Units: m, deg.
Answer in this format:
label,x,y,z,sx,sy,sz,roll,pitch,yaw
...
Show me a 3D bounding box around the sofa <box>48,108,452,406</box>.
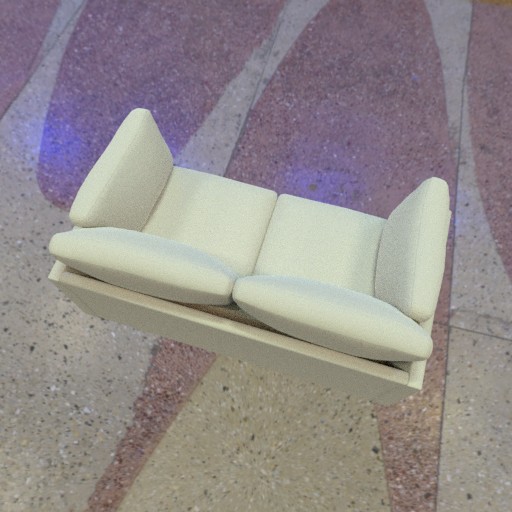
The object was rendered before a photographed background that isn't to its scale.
label,x,y,z,sx,sy,sz,roll,pitch,yaw
sofa,0.000,0.000,2.317,1.776,0.836,0.970,15,65,7
